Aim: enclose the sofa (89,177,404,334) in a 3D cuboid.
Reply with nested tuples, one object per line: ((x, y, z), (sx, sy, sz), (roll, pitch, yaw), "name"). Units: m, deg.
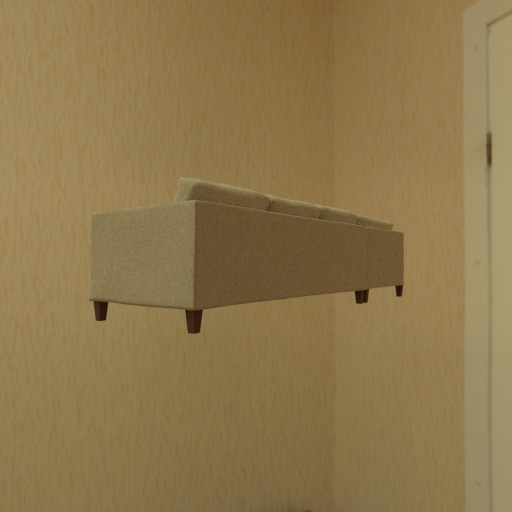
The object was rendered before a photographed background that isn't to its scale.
((0.000, 0.000, 3.980), (1.625, 0.846, 3.186), (-1, -1, 37), "sofa")
